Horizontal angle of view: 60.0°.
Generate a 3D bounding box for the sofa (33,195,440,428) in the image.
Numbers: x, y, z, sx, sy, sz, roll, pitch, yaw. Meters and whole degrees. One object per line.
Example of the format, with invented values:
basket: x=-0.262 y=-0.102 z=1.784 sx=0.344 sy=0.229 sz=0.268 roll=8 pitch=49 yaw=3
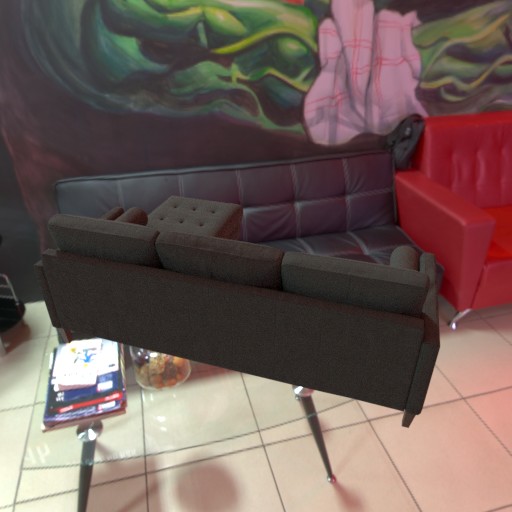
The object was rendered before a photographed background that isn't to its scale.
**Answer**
sofa: x=0.000 y=0.000 z=2.903 sx=2.178 sy=0.876 sz=1.506 roll=9 pitch=32 yaw=15
